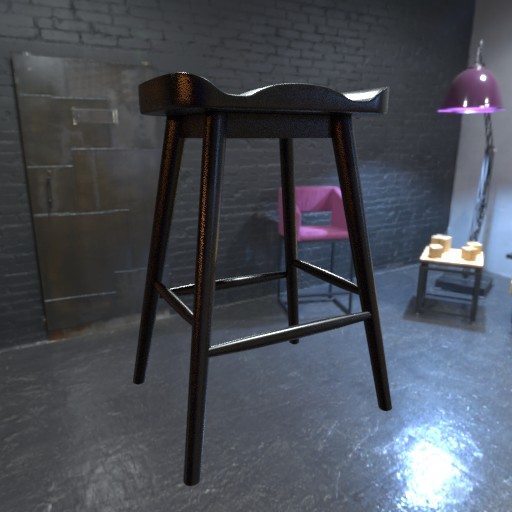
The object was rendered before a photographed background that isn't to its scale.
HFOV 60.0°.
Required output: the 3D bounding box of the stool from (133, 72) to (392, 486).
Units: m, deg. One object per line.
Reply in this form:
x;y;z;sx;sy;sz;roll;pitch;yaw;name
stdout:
0.000;0.000;0.863;0.440;0.615;0.361;-8;17;-27;stool
